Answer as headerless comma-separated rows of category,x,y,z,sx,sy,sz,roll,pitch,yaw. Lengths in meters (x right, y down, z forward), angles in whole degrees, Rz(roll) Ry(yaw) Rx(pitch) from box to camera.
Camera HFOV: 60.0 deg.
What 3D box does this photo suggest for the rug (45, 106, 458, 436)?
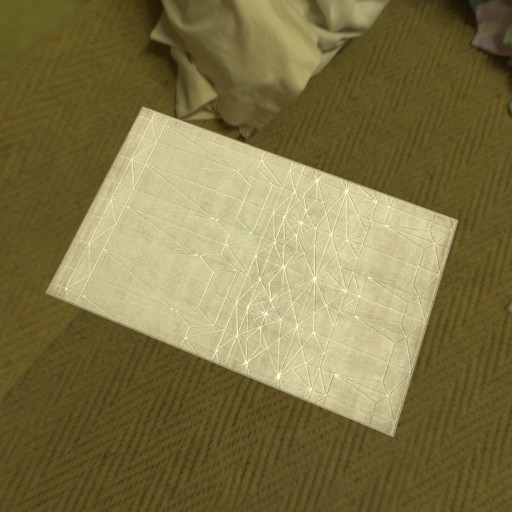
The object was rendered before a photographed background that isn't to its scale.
rug,0.000,0.000,3.037,2.438,0.012,1.524,21,77,5
